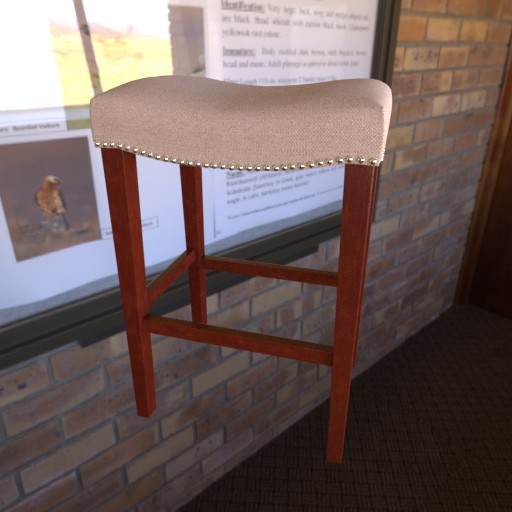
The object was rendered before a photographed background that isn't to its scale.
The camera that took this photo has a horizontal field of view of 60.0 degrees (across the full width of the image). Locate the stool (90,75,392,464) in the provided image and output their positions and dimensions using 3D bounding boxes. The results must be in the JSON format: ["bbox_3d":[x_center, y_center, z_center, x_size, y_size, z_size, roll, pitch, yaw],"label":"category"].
[{"bbox_3d":[0.000,0.000,0.993,0.504,0.742,0.372,7,26,15],"label":"stool"}]
